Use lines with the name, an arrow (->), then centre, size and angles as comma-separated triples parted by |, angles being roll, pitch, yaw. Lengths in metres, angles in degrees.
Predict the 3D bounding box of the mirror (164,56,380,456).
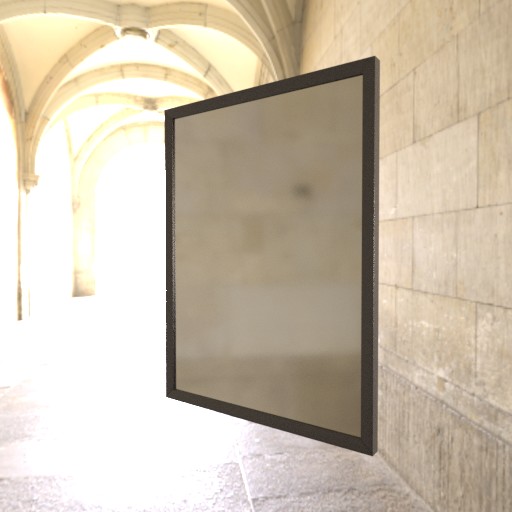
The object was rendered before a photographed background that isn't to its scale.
mirror -> 0.000, 0.000, 1.360 | 0.762, 1.016, 0.040 | 1, 2, 36
